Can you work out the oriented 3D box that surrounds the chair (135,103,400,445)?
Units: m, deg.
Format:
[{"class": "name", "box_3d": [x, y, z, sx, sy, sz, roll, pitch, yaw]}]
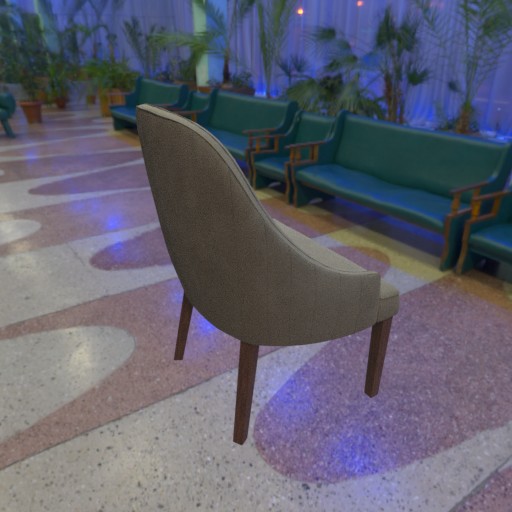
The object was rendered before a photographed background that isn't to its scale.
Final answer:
[{"class": "chair", "box_3d": [0.000, 0.000, 1.311, 0.575, 0.889, 0.643, -16, 31, -29]}]
